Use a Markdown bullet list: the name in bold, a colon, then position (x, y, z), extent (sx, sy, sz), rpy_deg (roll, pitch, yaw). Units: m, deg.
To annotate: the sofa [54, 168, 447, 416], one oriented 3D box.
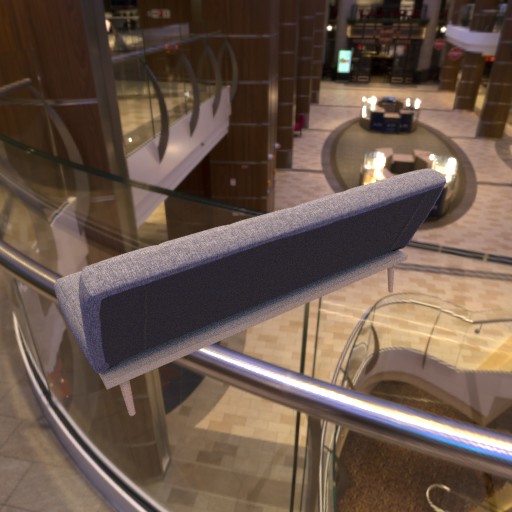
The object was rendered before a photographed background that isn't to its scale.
- **sofa**: position (0.000, 0.000, 2.243), extent (1.820, 0.770, 0.820), rpy_deg (-19, 35, -29)
